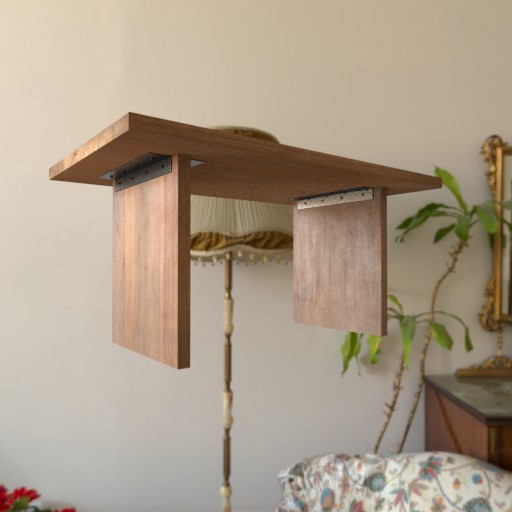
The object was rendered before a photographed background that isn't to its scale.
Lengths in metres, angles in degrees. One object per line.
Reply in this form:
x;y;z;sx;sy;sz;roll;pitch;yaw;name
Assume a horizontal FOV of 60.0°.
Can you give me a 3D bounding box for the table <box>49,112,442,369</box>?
0.000;0.000;2.089;1.609;0.780;0.946;1;-1;-37;table
